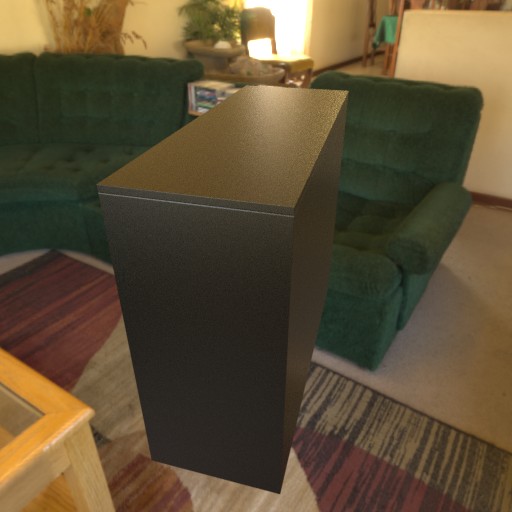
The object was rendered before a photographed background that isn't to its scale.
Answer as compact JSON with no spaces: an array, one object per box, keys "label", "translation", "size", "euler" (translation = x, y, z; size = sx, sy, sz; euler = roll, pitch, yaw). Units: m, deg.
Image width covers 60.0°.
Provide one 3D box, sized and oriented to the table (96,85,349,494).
[{"label":"table","translation":[0.000,0.000,1.329],"size":[0.380,0.790,0.930],"euler":[8,32,13]}]
